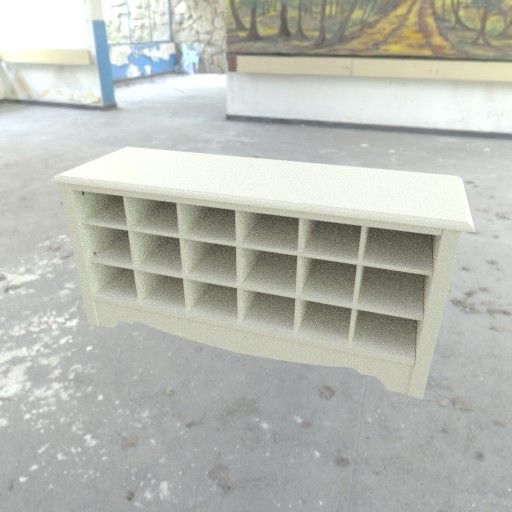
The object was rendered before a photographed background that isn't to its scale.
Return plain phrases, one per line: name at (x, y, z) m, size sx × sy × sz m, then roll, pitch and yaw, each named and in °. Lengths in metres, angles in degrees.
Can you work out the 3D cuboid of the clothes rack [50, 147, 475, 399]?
clothes rack at (0.000, 0.000, 1.500) m, size 1.218 × 0.558 × 0.405 m, roll 9°, pitch 29°, yaw 16°
